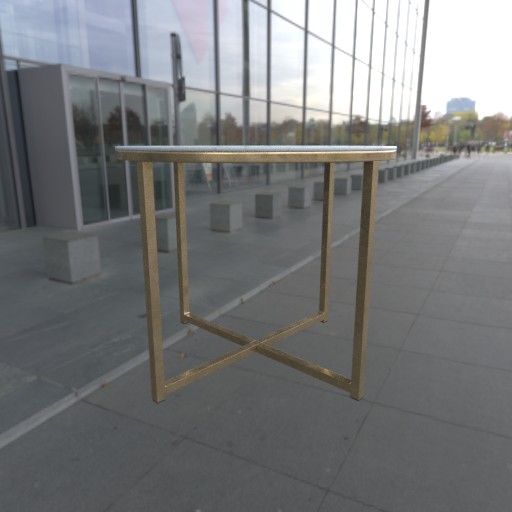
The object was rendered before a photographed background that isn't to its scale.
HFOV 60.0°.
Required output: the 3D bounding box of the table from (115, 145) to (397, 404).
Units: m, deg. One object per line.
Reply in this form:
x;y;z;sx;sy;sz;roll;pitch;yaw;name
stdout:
0.000;0.000;0.873;0.500;0.420;0.500;0;14;0;table
